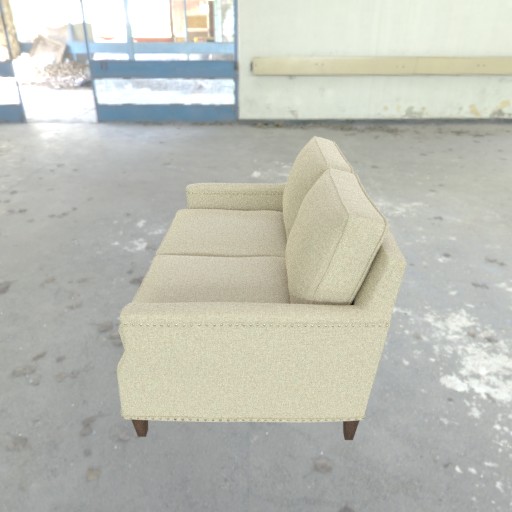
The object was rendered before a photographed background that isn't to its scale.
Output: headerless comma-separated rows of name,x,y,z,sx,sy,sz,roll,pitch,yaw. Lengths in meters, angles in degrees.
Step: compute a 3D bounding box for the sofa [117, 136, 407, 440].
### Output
sofa,0.000,0.000,2.335,1.084,1.003,1.597,1,27,1
